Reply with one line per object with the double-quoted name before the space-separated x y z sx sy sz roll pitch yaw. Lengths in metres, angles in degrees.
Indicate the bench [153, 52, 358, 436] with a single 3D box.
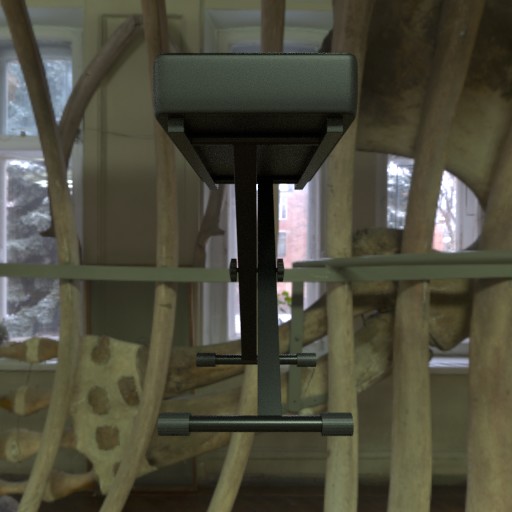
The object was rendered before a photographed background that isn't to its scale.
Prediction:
"bench" 0.000 0.000 0.909 0.300 0.561 0.600 0 0 0
